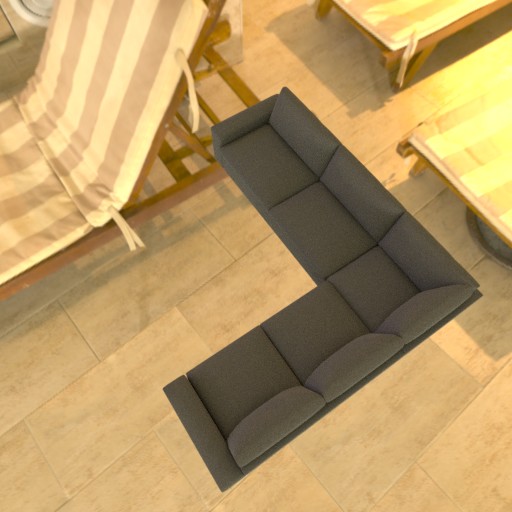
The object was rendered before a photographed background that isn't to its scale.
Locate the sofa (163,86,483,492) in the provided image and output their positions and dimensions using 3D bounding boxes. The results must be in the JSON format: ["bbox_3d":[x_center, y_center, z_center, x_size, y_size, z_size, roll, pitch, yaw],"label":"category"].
[{"bbox_3d":[0.000,0.000,4.597,2.895,0.965,3.277,-31,68,-14],"label":"sofa"}]
